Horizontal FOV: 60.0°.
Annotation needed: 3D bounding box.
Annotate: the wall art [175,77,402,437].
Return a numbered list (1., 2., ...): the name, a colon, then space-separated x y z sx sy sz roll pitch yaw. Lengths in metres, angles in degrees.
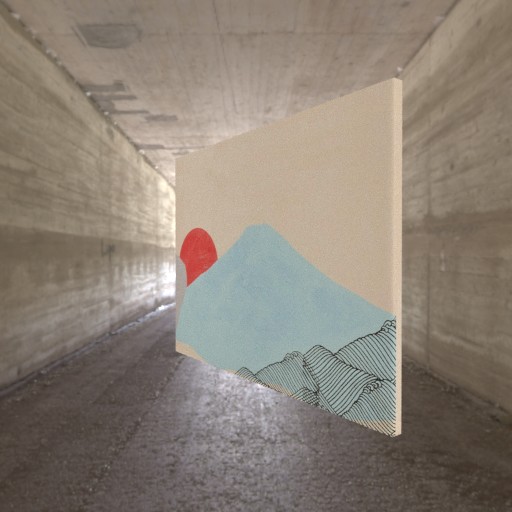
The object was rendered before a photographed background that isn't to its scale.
1. wall art: 0.000 0.000 1.623 0.042 0.912 1.219 0 1 -37
